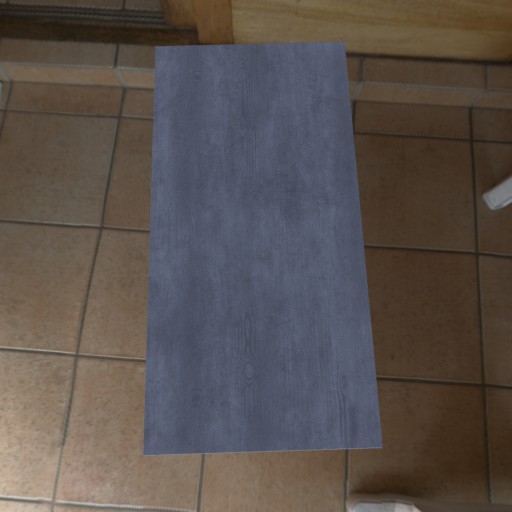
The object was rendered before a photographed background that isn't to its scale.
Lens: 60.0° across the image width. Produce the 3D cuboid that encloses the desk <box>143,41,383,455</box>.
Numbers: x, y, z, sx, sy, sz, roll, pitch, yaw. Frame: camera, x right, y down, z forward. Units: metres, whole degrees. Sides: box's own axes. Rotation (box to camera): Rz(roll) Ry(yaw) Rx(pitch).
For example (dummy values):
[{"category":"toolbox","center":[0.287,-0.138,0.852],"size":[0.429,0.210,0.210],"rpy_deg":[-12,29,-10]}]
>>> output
[{"category":"desk","center":[0.000,0.000,1.615],"size":[0.600,0.740,1.200],"rpy_deg":[-2,76,0]}]
